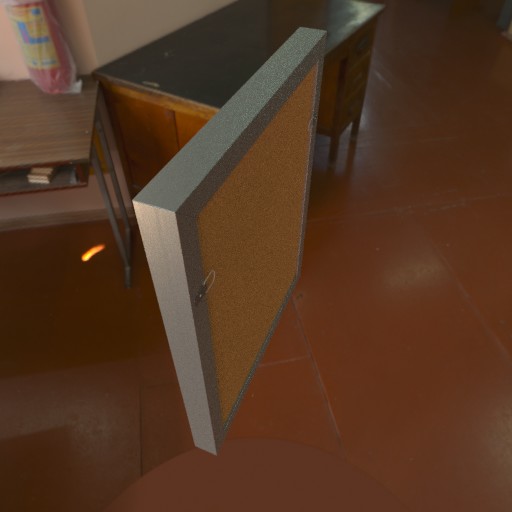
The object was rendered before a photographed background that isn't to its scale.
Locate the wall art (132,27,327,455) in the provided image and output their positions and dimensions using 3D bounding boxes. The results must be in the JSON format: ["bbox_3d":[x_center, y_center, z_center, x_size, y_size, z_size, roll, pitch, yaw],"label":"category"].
[{"bbox_3d":[0.000,0.000,0.494,0.030,0.379,0.308,17,48,16],"label":"wall art"}]
